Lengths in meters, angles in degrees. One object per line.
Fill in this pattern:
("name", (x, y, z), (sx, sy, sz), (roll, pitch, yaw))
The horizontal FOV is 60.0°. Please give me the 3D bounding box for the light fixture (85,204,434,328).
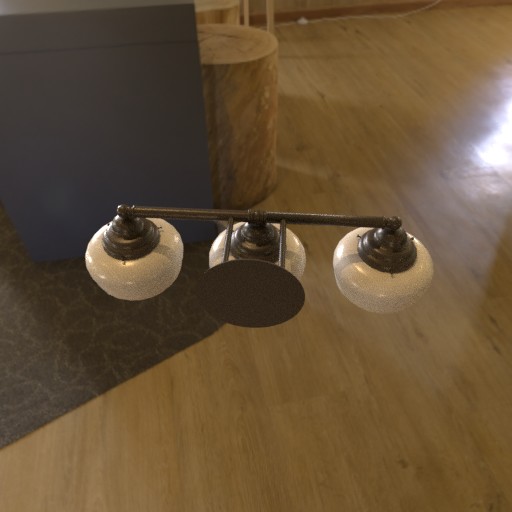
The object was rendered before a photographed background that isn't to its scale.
("light fixture", (0.000, 0.000, 0.698), (0.587, 0.242, 0.239), (3, 47, 3))
